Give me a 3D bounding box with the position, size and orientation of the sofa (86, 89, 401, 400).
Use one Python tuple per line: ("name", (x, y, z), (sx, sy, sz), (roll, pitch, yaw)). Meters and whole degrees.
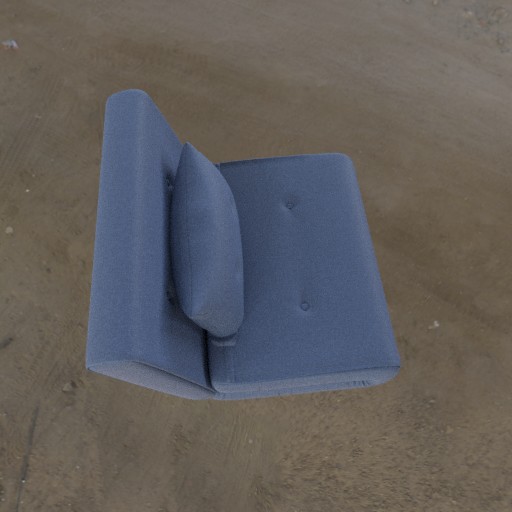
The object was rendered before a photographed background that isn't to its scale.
("sofa", (0.000, 0.000, 1.740), (0.996, 0.860, 0.999), (-5, 63, -2))
